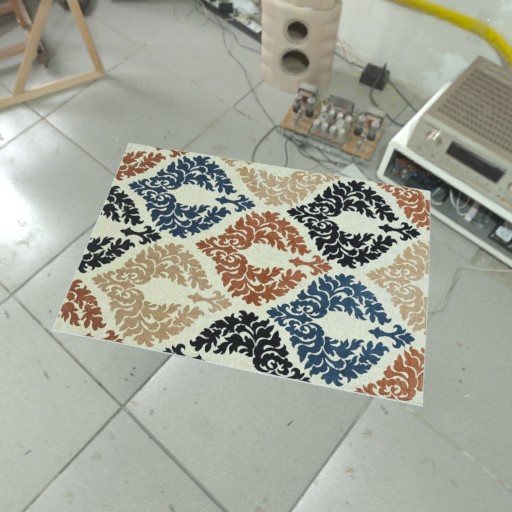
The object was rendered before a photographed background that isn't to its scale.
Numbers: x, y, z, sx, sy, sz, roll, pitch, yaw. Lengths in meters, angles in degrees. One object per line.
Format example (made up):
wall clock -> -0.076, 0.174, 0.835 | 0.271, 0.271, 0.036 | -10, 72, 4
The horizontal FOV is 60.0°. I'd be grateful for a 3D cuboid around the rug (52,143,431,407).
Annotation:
rug -> 0.000, 0.000, 2.959 | 2.275, 0.014, 1.514 | 10, 65, 5
